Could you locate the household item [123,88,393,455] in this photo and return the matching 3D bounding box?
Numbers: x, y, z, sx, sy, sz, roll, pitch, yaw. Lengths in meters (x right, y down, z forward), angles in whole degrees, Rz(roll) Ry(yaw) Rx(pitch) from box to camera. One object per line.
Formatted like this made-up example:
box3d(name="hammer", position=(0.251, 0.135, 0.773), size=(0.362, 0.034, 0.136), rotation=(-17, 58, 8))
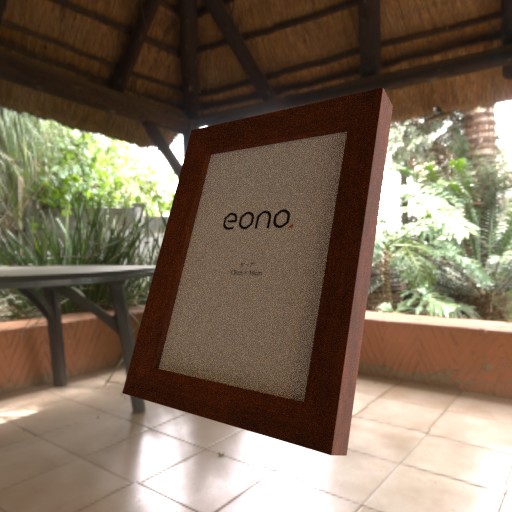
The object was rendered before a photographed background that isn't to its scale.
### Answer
box3d(name="household item", position=(0.000, 0.000, 0.299), size=(0.160, 0.204, 0.096), rotation=(0, 1, 36))
